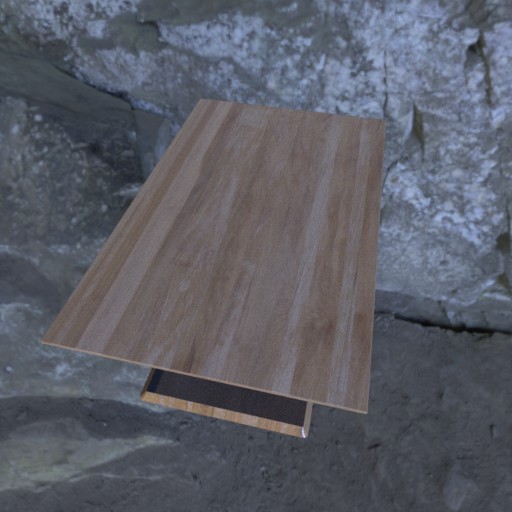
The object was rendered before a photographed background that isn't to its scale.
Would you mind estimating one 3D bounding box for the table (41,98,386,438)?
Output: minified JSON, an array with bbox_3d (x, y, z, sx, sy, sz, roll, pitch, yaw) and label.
[{"bbox_3d":[0.000,0.000,1.422,0.692,0.441,1.100,10,48,9],"label":"table"}]
